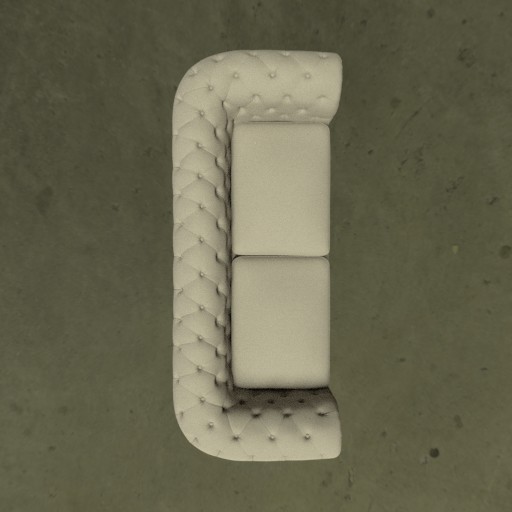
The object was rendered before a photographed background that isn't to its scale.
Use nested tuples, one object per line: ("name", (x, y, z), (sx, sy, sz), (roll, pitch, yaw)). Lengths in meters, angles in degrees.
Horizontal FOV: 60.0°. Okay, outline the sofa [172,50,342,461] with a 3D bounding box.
("sofa", (0.000, 0.000, 2.849), (0.991, 0.749, 2.411), (0, 91, -2))
